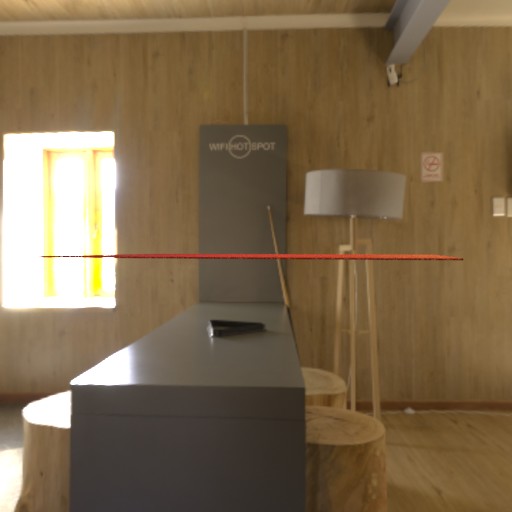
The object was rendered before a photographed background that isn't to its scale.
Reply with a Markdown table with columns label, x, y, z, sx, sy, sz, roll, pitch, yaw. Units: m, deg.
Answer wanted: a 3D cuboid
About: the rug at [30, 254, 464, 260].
| label | x | y | z | sx | sy | sz | roll | pitch | yaw |
| --- | --- | --- | --- | --- | --- | --- | --- | --- | --- |
| rug | 0.000 | 0.000 | 3.090 | 2.442 | 0.010 | 1.531 | 0 | 1 | 17 |
